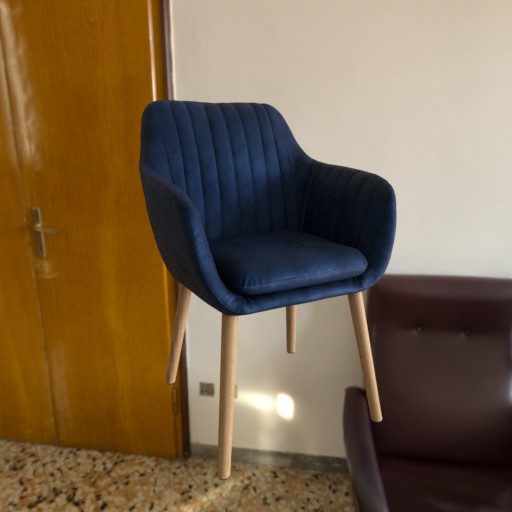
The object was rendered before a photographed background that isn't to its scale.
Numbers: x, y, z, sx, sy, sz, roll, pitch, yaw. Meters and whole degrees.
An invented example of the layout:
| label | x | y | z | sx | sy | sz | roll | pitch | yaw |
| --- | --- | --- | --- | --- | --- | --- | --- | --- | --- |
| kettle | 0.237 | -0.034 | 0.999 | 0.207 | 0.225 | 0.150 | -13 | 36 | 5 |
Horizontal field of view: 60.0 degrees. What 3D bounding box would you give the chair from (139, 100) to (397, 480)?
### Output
| label | x | y | z | sx | sy | sz | roll | pitch | yaw |
| --- | --- | --- | --- | --- | --- | --- | --- | --- | --- |
| chair | 0.000 | 0.000 | 1.205 | 0.578 | 0.826 | 0.573 | -8 | 17 | -26 |
